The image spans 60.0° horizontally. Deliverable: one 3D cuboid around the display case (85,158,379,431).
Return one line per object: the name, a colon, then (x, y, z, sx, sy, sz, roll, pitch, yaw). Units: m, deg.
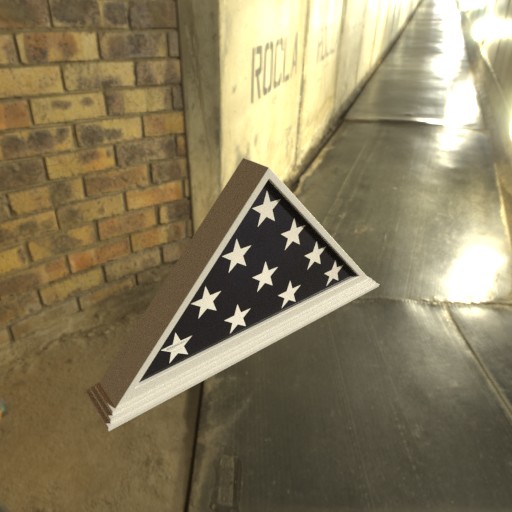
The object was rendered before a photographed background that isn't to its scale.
display case: (0.000, 0.000, 0.788, 0.640, 0.340, 0.095, -21, 36, -33)
